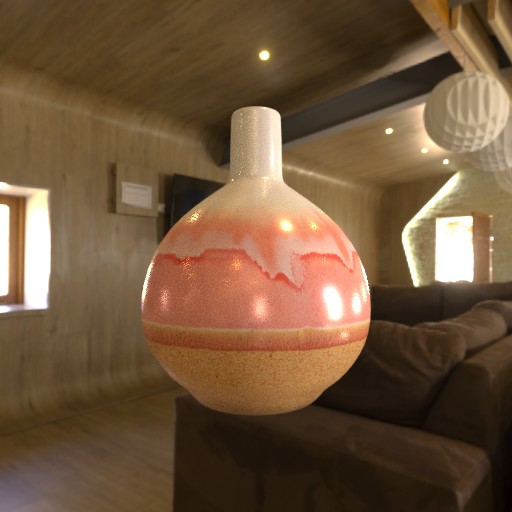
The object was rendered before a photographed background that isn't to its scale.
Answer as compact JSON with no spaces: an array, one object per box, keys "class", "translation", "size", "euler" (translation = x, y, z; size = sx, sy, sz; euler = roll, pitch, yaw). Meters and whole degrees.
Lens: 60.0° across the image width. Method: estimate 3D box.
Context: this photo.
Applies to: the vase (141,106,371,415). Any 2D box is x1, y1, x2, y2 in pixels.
[{"class":"vase","translation":[0.000,0.000,0.273],"size":[0.137,0.176,0.137],"euler":[0,-2,0]}]
